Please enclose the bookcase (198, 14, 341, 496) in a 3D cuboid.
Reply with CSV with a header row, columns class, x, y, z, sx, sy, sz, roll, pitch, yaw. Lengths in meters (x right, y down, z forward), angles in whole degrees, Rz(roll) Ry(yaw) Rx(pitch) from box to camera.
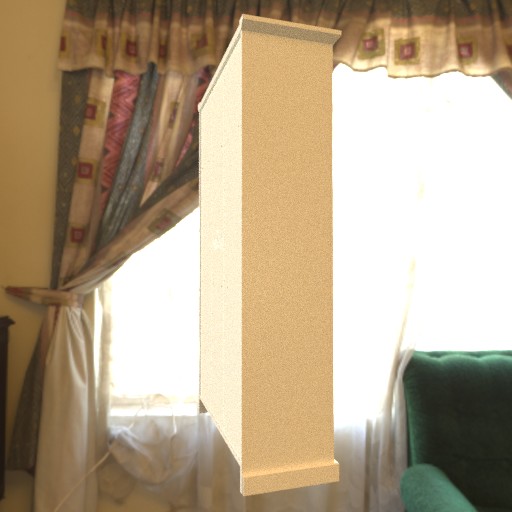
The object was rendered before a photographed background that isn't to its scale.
class,x,y,z,sx,sy,sz,roll,pitch,yaw
bookcase,0.000,0.000,2.286,0.432,1.880,1.050,0,-1,-17
